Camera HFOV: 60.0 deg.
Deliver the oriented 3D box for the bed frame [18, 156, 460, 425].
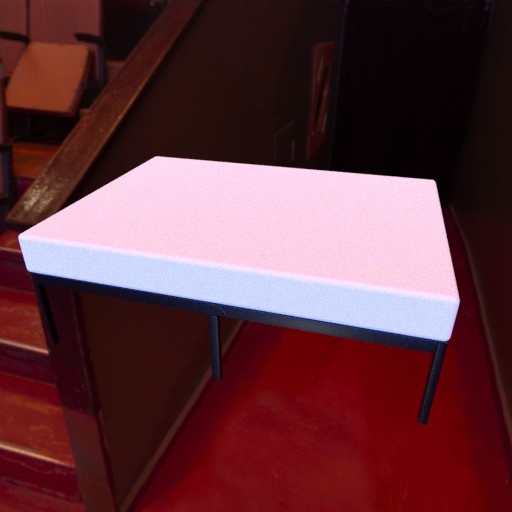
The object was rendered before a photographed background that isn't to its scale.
[{"bbox_3d":[0.000,0.000,2.590,1.956,0.659,1.408,8,29,14],"label":"bed frame"}]
